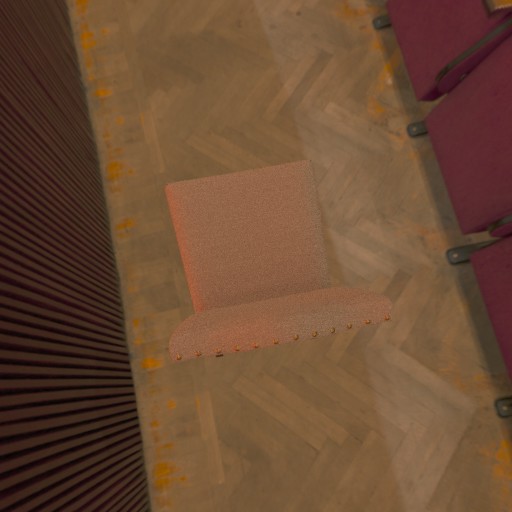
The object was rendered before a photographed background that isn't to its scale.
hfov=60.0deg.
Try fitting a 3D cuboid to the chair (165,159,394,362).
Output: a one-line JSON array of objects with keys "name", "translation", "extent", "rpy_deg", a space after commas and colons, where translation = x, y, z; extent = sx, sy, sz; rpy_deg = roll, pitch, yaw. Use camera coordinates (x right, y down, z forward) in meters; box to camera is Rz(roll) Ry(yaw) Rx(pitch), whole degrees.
[{"name": "chair", "translation": [0.000, 0.000, 1.368], "extent": [0.508, 1.020, 0.620], "rpy_deg": [-10, 75, -3]}]
